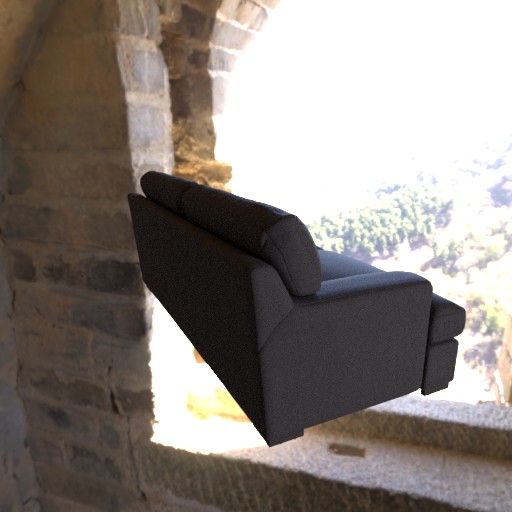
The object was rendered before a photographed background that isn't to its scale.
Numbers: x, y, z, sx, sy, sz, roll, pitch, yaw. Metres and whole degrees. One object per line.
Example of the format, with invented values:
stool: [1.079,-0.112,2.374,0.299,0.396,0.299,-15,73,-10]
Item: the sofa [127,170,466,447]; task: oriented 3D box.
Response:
sofa: [0.000,0.000,2.773,1.140,0.950,2.271,-8,17,-25]
